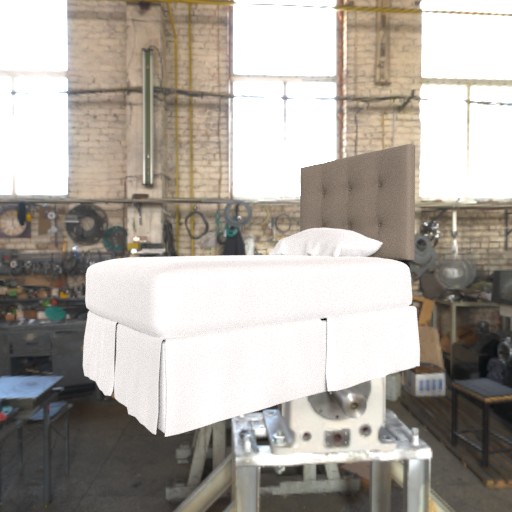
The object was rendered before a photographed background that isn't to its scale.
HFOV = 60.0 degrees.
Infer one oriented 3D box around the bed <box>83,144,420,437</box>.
[{"bbox_3d":[0.000,0.000,2.997,1.997,1.571,1.261,-1,1,-37],"label":"bed"}]
